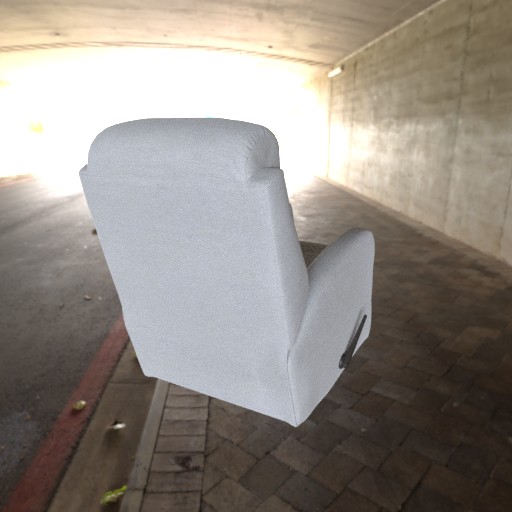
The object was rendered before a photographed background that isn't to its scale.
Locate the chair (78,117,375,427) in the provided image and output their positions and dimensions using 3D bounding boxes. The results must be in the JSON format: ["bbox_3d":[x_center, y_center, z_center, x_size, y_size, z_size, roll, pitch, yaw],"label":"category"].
[{"bbox_3d":[0.000,0.000,1.726,0.798,1.013,1.043,9,18,28],"label":"chair"}]
